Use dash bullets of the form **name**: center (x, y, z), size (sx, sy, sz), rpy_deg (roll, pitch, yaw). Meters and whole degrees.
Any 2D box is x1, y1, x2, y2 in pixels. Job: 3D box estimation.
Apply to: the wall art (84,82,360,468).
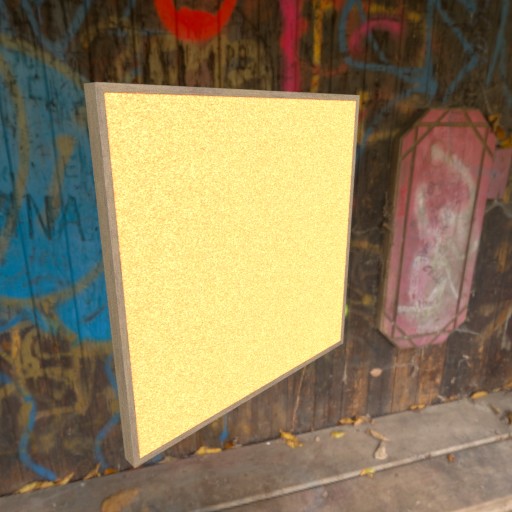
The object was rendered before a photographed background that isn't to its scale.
- **wall art**: center (0.000, 0.000, 1.084), size (0.758, 0.758, 0.039), rpy_deg (-17, 24, -42)
